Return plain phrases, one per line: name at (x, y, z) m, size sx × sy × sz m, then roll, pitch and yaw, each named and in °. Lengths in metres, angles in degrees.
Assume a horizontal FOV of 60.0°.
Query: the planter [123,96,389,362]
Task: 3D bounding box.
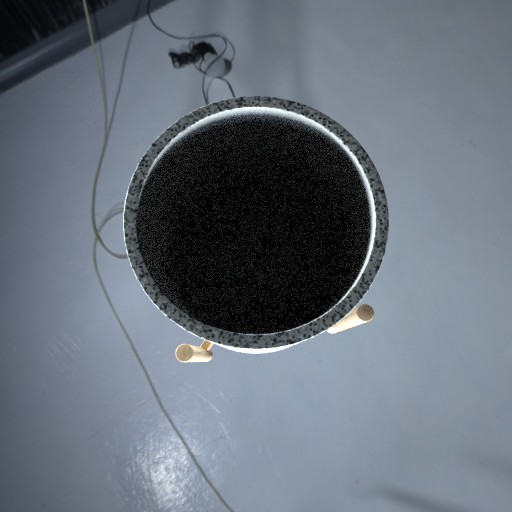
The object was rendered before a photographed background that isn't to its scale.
planter at (0.000, 0.000, 0.710) m, size 0.360 × 0.419 × 0.360 m, roll -34°, pitch 79°, yaw -7°
